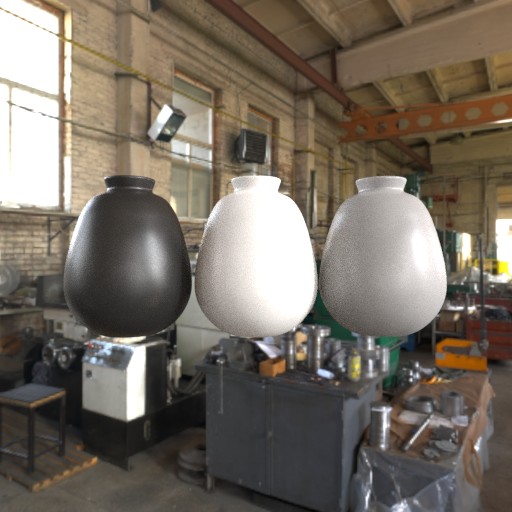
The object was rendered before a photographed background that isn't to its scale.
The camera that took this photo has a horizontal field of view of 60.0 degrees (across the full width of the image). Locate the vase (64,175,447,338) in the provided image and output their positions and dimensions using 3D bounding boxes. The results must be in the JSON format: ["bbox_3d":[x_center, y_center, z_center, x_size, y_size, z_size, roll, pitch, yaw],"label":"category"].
[{"bbox_3d":[0.000,0.000,0.354,0.297,0.122,0.097,0,0,-1],"label":"vase"}]
